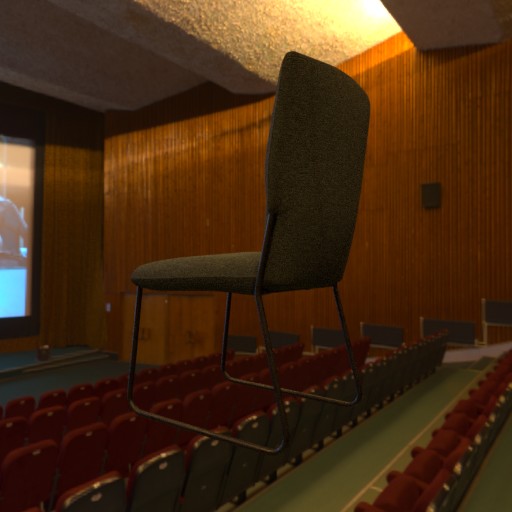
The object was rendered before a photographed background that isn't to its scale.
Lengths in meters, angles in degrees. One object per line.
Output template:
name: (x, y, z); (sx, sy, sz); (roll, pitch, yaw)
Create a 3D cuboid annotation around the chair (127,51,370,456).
chair: (0.000, 0.000, 1.313); (0.635, 0.931, 0.480); (0, 0, 36)
